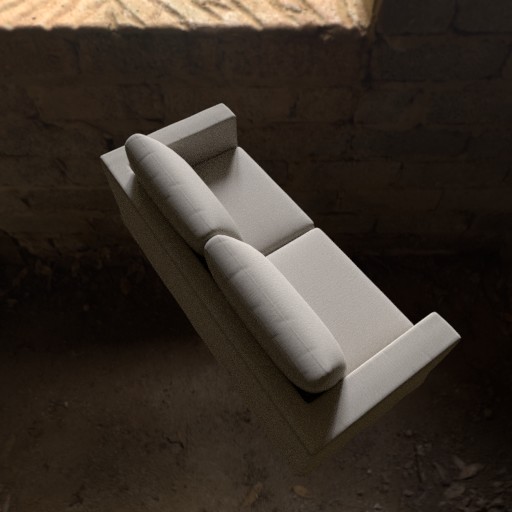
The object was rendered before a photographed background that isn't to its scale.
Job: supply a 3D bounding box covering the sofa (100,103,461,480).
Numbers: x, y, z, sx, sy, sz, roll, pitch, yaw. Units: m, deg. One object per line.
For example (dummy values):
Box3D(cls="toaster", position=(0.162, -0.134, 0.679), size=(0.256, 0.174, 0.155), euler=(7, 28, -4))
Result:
Box3D(cls="sofa", position=(0.000, 0.000, 2.630), size=(0.954, 0.881, 2.163), euler=(-30, 62, -18))
